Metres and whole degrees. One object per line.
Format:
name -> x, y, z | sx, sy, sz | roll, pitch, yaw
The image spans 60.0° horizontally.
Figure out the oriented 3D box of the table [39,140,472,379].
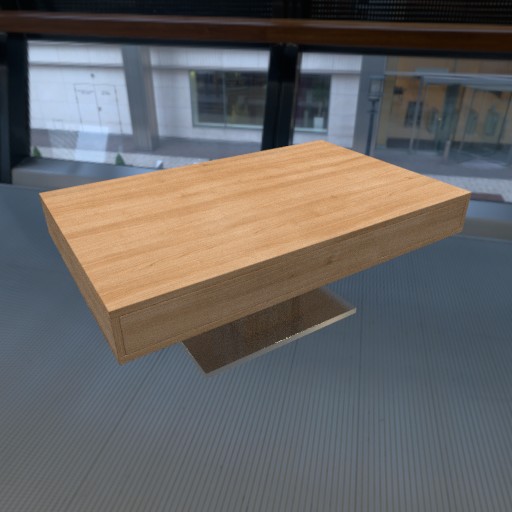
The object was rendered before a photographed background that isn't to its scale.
table -> 0.000, 0.000, 1.443 | 1.100, 0.440, 0.700 | -18, 34, -28
